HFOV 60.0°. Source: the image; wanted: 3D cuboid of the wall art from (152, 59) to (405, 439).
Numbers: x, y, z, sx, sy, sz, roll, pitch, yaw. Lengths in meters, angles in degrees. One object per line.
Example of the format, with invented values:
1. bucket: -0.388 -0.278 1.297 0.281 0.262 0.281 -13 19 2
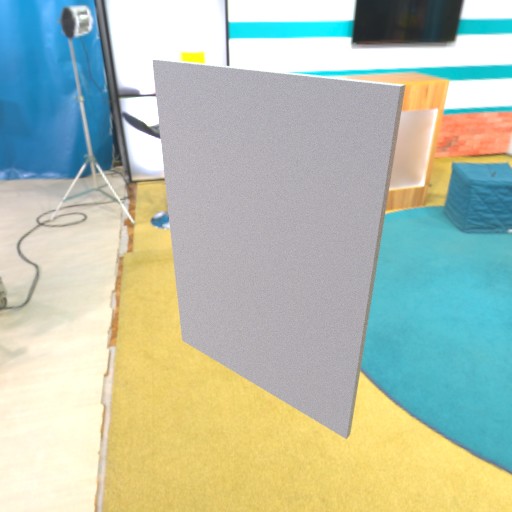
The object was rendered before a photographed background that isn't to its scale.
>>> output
1. wall art: 0.000 0.000 0.683 0.381 0.533 0.013 22 36 33
